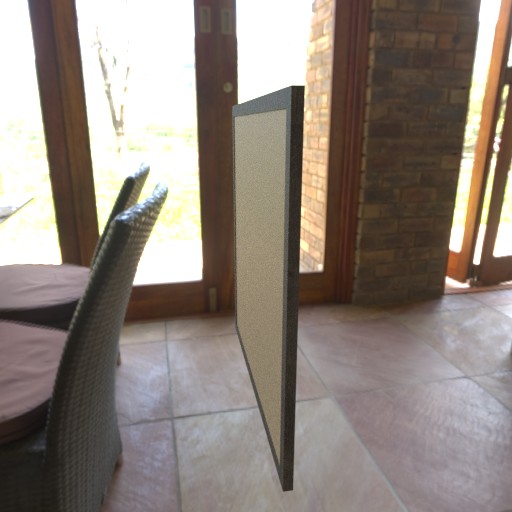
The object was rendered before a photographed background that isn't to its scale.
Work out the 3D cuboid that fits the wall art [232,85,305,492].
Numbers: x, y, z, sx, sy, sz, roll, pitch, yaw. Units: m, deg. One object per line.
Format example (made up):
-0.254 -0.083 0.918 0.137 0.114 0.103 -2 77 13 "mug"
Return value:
0.000 0.000 0.685 0.013 0.457 0.457 -3 17 -9 "wall art"
